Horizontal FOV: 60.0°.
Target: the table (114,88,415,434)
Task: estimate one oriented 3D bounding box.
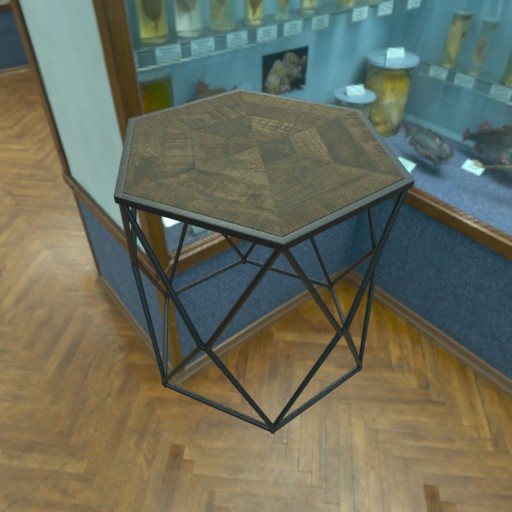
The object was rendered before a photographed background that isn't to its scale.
[{"bbox_3d":[0.000,0.000,1.036,0.578,0.564,0.579,-26,47,-27],"label":"table"}]
